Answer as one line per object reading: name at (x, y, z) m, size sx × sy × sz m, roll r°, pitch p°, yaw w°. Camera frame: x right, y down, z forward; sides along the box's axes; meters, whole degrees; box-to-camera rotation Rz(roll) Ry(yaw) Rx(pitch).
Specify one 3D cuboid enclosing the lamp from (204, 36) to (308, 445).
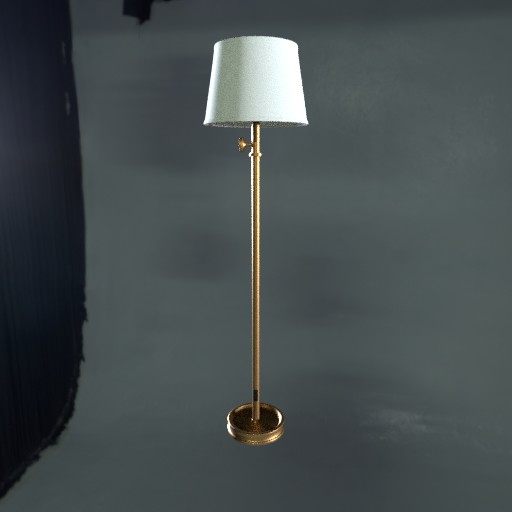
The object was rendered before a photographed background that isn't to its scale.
lamp at (0.000, 0.000, 0.813) m, size 0.178 × 0.710 × 0.178 m, roll 0°, pitch 13°, yaw 0°
